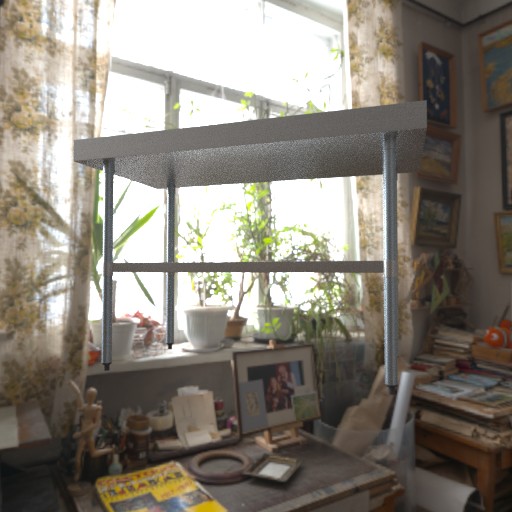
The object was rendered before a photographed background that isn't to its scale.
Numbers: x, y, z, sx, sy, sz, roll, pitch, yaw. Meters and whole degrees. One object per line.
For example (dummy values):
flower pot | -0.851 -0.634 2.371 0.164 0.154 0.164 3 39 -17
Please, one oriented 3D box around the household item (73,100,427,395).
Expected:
household item | 0.000 0.000 1.722 1.219 0.851 0.610 -1 -2 18
